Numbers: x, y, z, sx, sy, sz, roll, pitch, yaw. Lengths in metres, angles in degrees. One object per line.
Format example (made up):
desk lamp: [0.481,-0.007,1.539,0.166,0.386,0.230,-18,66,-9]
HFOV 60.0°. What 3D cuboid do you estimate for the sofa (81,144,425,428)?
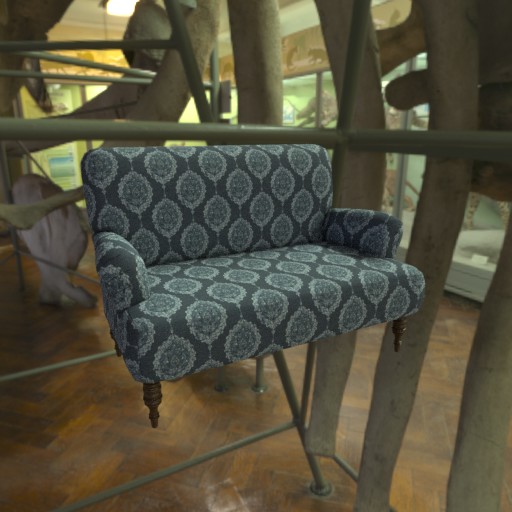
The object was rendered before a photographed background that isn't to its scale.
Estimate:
sofa: [0.000,0.000,1.836,1.297,0.867,0.779,-8,18,-27]
